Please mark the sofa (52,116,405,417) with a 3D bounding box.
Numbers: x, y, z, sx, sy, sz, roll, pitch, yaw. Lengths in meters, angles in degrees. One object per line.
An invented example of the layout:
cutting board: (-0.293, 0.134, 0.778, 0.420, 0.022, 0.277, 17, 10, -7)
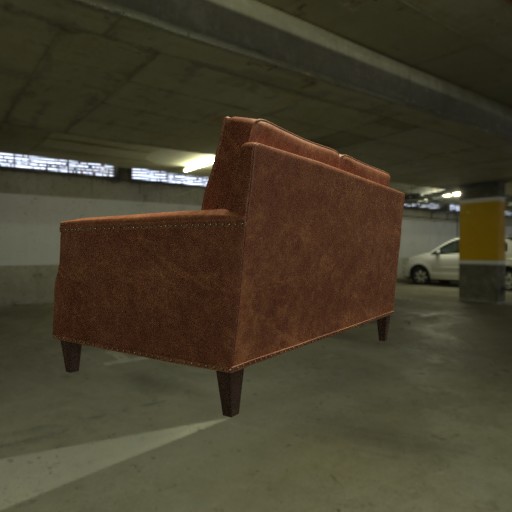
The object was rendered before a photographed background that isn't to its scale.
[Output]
sofa: (0.000, 0.000, 2.253, 1.084, 1.003, 1.597, 1, 1, 35)
